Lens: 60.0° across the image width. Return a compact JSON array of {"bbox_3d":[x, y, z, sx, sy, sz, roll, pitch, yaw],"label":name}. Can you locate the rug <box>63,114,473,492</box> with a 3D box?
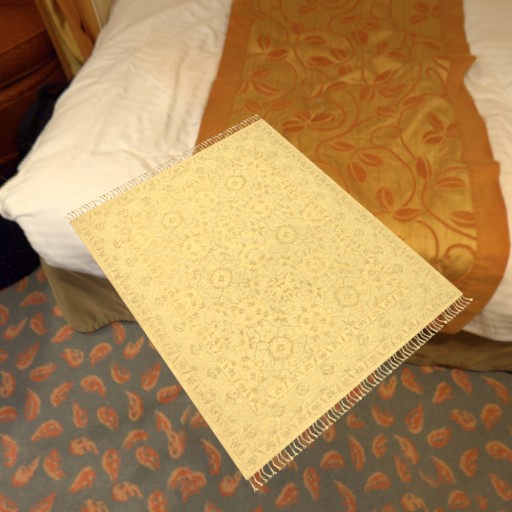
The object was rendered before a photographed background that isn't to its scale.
[{"bbox_3d":[0.000,0.000,4.091,2.444,0.013,3.043,-33,64,-19],"label":"rug"}]
